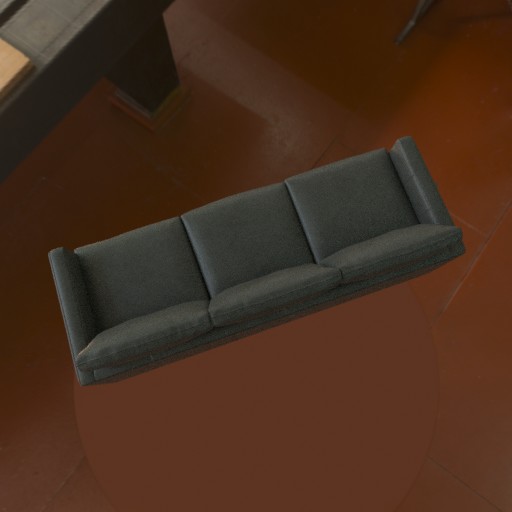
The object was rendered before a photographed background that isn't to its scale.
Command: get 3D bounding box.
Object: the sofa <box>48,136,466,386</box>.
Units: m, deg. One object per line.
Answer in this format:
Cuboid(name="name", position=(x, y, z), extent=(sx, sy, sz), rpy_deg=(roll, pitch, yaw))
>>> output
Cuboid(name="sofa", position=(0.000, 0.000, 2.404), extent=(2.029, 0.805, 0.748), rpy_deg=(-19, 77, -5))
